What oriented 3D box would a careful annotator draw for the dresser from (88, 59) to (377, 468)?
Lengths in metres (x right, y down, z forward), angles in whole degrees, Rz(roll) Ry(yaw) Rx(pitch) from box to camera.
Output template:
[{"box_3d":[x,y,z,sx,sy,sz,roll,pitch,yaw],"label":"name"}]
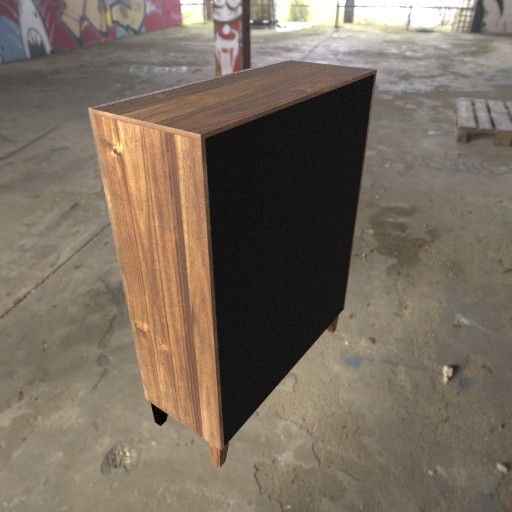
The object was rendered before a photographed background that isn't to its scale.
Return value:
[{"box_3d":[0.000,0.000,1.900,0.442,1.393,1.062,21,38,30],"label":"dresser"}]
